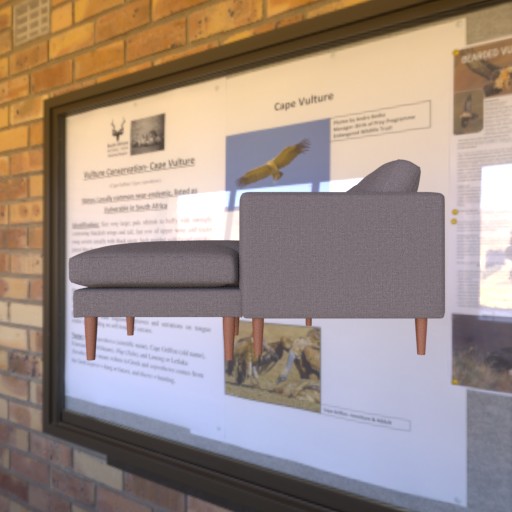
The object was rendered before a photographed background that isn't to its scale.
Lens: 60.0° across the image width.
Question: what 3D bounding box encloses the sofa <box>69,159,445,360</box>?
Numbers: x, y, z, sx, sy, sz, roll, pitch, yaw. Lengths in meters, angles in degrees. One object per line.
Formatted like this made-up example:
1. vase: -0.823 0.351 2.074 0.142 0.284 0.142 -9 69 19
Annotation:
1. sofa: 0.000 0.000 2.854 1.591 0.897 2.031 0 0 0
